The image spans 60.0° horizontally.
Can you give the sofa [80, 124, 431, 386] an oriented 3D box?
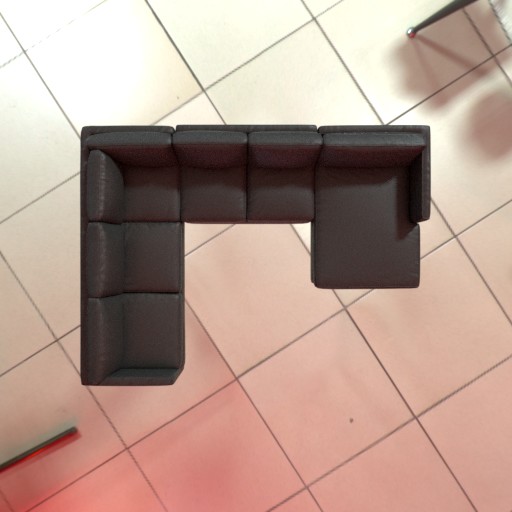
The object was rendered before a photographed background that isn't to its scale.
[{"bbox_3d":[0.000,0.000,4.602,3.460,0.923,2.593,0,90,0],"label":"sofa"}]
